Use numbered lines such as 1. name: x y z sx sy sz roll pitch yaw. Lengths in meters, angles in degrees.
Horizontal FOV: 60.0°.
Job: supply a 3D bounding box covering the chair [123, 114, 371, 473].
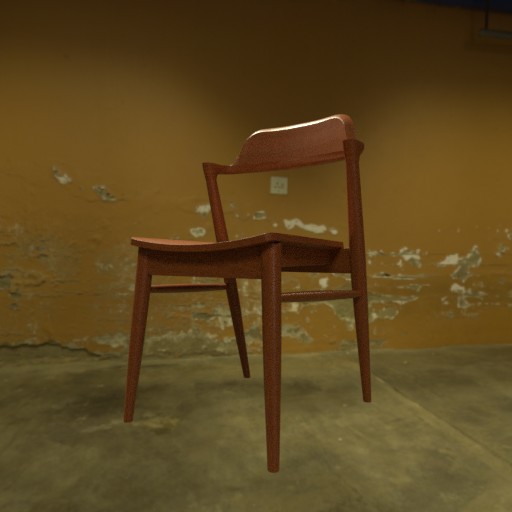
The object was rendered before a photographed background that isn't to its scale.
1. chair: 0.000 0.000 1.146 0.496 0.801 0.499 0 0 36
